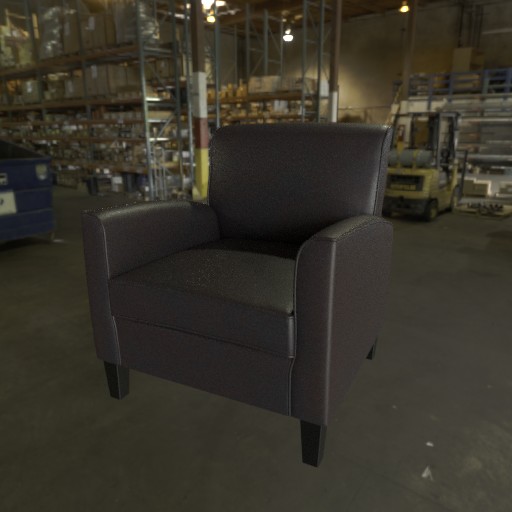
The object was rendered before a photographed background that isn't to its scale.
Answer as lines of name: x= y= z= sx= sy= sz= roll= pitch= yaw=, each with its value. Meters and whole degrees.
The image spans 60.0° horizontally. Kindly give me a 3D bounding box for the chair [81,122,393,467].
chair: x=0.000 y=0.000 z=1.561 sx=0.820 sy=0.916 sz=0.819 roll=8 pitch=17 yaw=26
